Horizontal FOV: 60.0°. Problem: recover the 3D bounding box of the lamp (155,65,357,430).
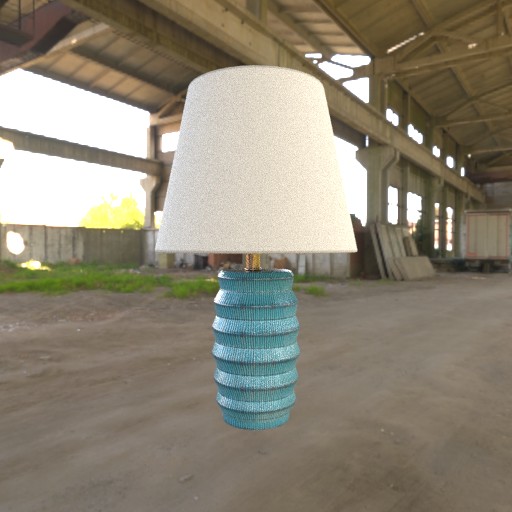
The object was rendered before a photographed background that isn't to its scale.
[{"bbox_3d":[0.000,0.000,0.795,0.355,0.582,0.355,0,2,0],"label":"lamp"}]
